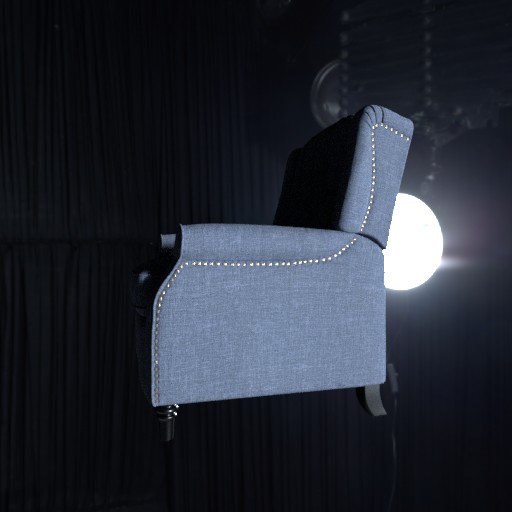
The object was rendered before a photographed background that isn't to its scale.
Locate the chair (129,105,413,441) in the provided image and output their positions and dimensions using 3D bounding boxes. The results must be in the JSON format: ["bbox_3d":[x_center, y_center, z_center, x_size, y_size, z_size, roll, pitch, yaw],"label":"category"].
[{"bbox_3d":[0.000,0.000,1.641,0.898,1.035,0.742,0,0,-17],"label":"chair"}]
